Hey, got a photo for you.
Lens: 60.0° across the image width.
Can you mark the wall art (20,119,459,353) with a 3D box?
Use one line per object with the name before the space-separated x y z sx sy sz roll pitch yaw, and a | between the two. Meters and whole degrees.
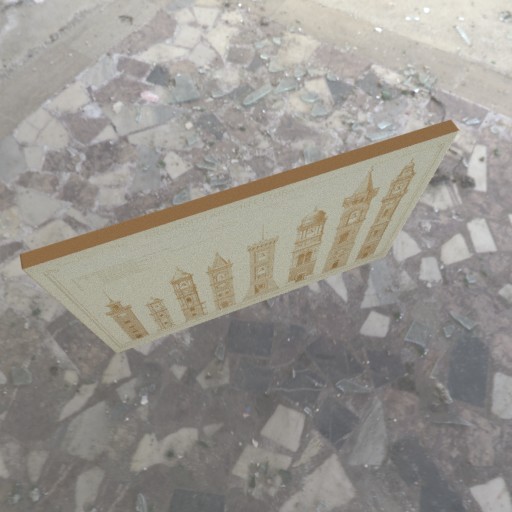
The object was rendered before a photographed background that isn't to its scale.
wall art | 0.000 0.000 1.150 0.915 0.608 0.033 -19 65 -9
